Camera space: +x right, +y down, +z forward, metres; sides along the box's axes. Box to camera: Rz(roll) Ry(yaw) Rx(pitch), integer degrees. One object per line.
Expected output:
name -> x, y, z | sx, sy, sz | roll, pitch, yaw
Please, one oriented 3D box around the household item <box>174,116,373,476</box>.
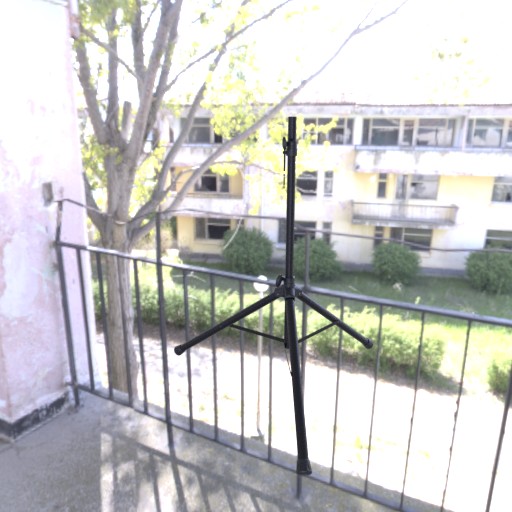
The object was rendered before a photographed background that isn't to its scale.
household item -> 0.000, 0.000, 1.902 | 0.907, 1.136, 1.045 | 8, 17, 26
